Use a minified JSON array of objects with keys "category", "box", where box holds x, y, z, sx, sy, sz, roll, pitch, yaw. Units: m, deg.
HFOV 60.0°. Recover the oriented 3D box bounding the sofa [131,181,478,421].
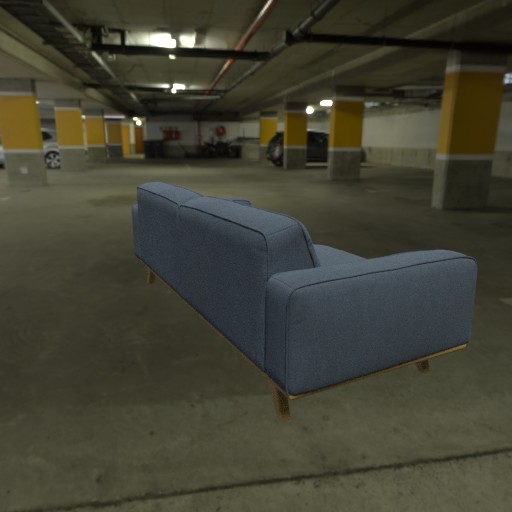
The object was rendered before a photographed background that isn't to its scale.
[{"category":"sofa","box":[0.000,0.000,2.638,0.953,0.782,2.270,-8,16,-27]}]
